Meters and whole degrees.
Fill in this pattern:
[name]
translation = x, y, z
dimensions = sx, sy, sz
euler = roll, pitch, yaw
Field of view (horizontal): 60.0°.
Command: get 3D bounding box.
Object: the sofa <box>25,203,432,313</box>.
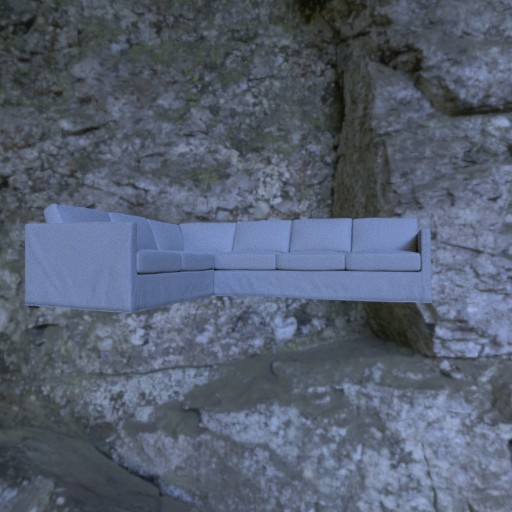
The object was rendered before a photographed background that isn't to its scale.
[sofa]
translation = 0.000, 0.000, 4.252
dimensions = 3.182, 0.871, 2.432
euler = 0, 0, 18
